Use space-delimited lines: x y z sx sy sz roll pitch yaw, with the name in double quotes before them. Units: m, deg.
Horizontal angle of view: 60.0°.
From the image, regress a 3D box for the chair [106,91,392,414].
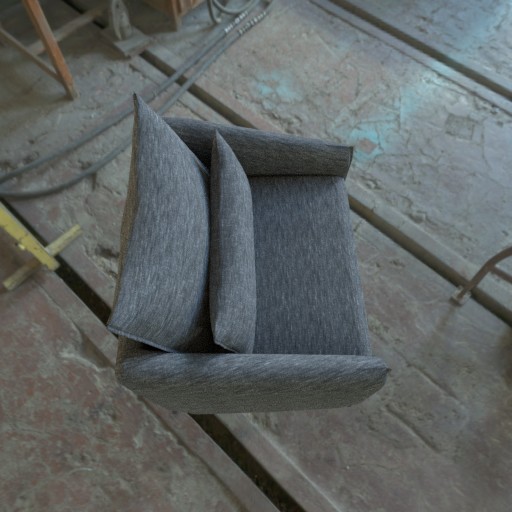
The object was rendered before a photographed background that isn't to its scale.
"chair" 0.000 0.000 1.589 0.805 0.842 1.004 -2 64 -1
